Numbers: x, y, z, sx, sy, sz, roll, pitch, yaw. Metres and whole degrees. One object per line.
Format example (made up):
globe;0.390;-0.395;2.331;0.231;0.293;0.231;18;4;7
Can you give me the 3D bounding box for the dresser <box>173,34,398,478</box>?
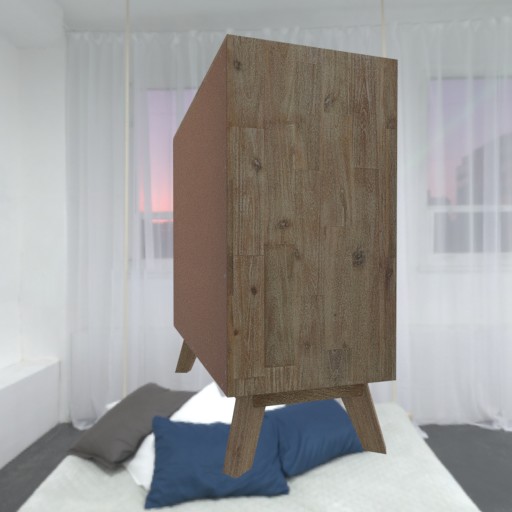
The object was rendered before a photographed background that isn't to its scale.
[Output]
dresser;0.000;0.000;1.560;0.455;1.029;0.998;0;1;-18
